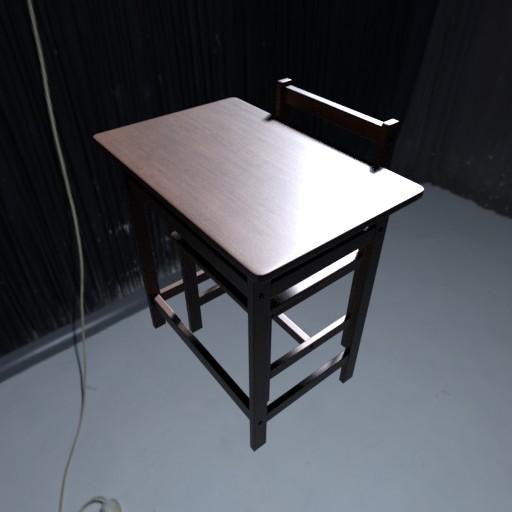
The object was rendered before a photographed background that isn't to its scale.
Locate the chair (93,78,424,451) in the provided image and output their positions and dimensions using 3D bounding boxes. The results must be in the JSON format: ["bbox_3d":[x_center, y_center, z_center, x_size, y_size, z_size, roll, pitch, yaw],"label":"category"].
[{"bbox_3d":[0.000,0.000,1.082,0.463,0.673,0.599,-26,46,-29],"label":"chair"}]
